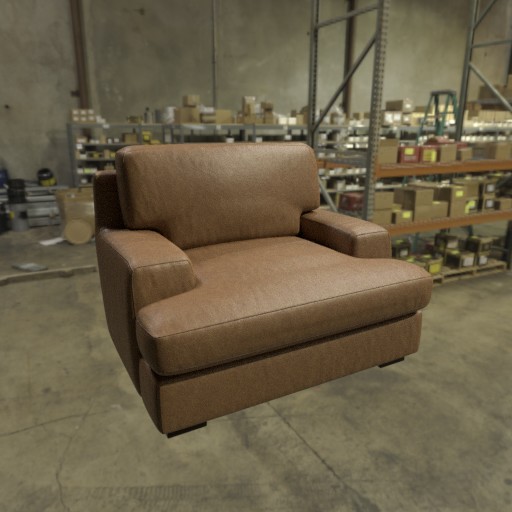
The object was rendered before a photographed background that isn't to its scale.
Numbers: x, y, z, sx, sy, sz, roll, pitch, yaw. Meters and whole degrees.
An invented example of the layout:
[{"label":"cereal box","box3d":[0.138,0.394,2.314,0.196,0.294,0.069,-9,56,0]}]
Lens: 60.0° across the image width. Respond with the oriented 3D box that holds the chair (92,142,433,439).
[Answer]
[{"label":"chair","box3d":[0.000,0.000,2.019,1.276,0.978,1.050,-9,18,-27]}]
